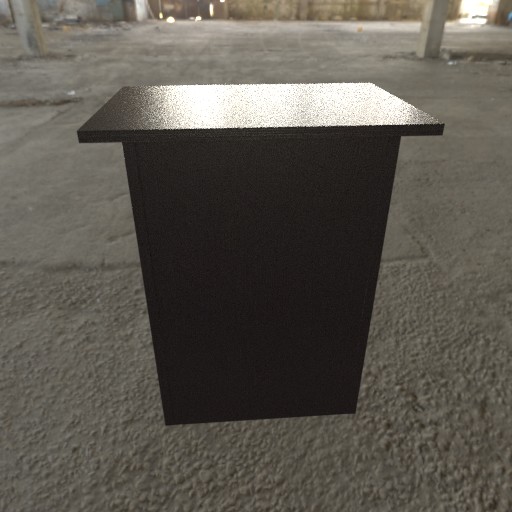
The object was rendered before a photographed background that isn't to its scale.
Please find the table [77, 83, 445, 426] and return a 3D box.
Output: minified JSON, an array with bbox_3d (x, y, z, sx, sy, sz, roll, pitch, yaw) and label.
[{"bbox_3d":[0.000,0.000,1.060,0.589,0.711,0.408,-2,30,-4],"label":"table"}]
